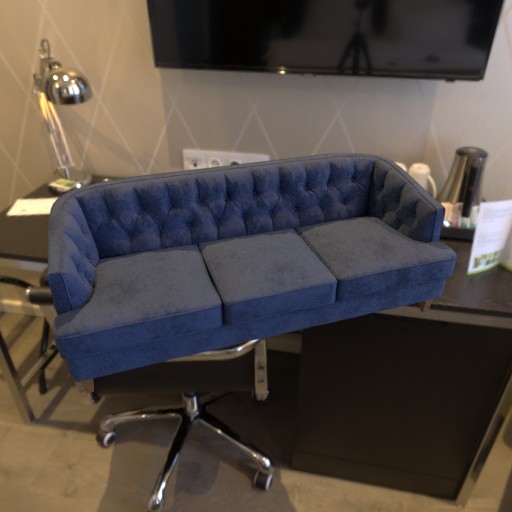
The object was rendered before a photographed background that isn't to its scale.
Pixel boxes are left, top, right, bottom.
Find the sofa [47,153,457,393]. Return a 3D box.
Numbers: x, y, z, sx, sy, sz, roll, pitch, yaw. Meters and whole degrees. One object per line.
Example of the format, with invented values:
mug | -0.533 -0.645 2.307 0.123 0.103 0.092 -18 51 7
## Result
sofa | 0.000 0.000 2.712 2.278 0.855 0.941 -10 33 -16
